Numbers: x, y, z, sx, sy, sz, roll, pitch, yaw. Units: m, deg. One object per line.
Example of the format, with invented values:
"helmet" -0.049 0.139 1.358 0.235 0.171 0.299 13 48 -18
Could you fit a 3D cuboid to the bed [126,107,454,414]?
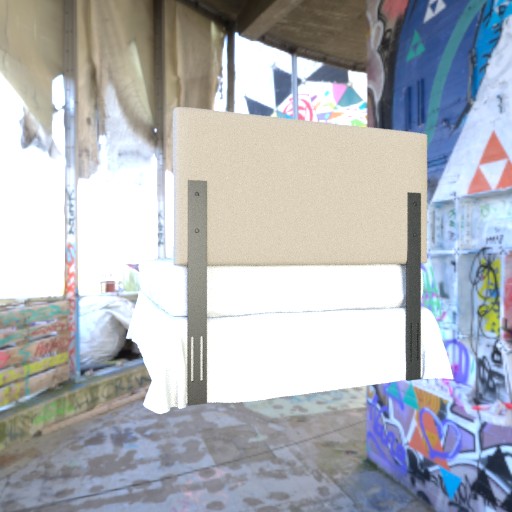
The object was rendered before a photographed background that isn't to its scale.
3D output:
"bed" 0.000 0.000 3.539 1.936 1.577 2.222 0 0 -19
